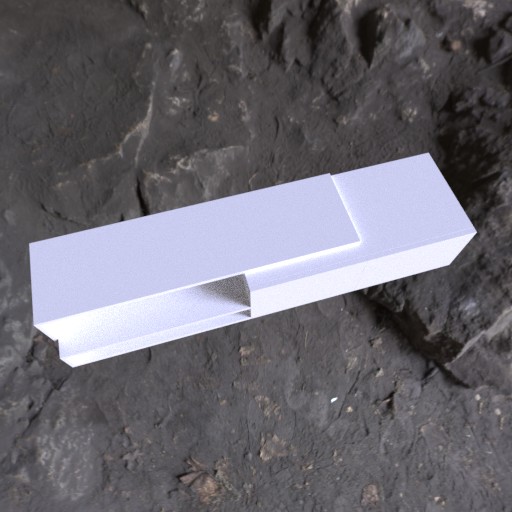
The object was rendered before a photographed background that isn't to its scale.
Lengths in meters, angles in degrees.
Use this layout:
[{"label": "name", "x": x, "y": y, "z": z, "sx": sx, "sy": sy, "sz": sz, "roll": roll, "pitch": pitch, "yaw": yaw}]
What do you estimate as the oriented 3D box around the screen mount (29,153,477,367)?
[{"label": "screen mount", "x": 0.000, "y": 0.000, "z": 1.845, "sx": 1.680, "sy": 0.320, "sz": 0.420, "roll": -14, "pitch": 63, "yaw": -7}]
